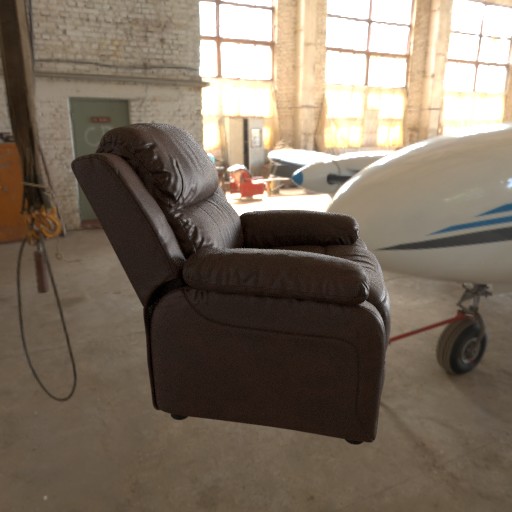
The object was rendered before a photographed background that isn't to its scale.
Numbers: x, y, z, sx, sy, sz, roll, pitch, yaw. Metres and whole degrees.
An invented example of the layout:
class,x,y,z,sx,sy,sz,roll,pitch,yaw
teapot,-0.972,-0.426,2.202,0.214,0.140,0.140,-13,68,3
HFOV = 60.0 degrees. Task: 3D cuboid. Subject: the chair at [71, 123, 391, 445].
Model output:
class,x,y,z,sx,sy,sz,roll,pitch,yaw
chair,0.000,0.000,1.220,0.707,0.702,0.680,3,16,10
